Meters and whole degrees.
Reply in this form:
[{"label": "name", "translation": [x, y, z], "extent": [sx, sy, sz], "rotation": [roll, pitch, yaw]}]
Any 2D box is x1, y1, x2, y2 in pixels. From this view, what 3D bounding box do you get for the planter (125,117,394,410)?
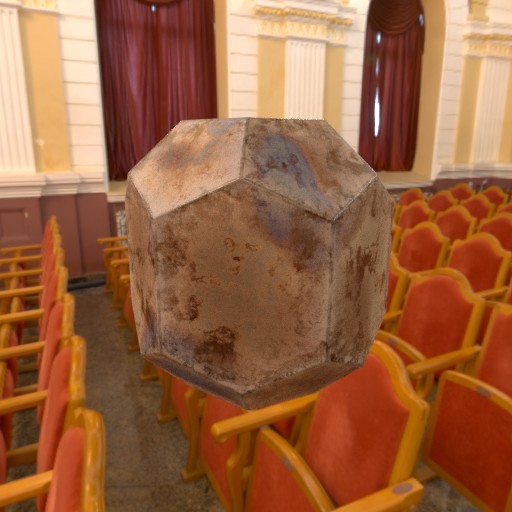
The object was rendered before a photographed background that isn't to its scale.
[{"label": "planter", "translation": [0.000, 0.000, 0.411], "extent": [0.221, 0.238, 0.243], "rotation": [-6, 15, -24]}]
